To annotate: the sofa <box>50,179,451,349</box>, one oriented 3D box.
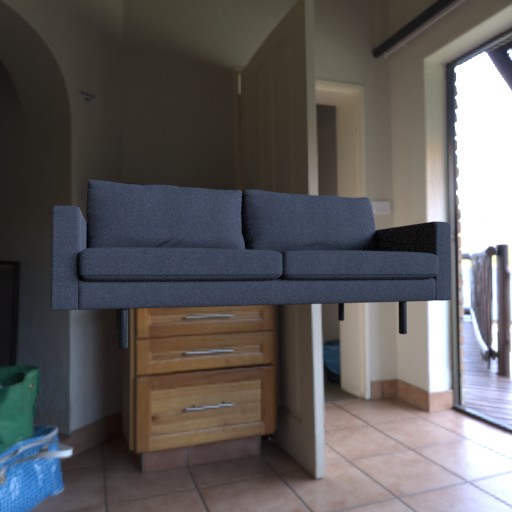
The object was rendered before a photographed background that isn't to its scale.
[{"bbox_3d":[0.000,0.000,2.590,2.100,0.880,0.880,1,-2,-18],"label":"sofa"}]
